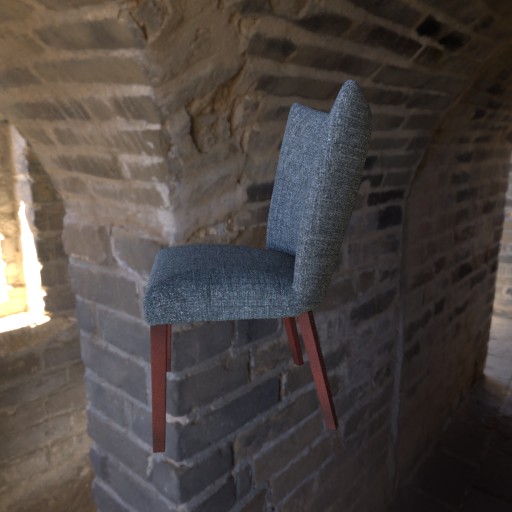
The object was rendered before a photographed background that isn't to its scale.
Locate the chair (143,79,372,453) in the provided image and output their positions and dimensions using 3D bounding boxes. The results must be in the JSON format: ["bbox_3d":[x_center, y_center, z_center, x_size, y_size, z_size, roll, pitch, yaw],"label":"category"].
[{"bbox_3d":[0.000,0.000,1.319,0.623,0.924,0.535,-2,13,-8],"label":"chair"}]
